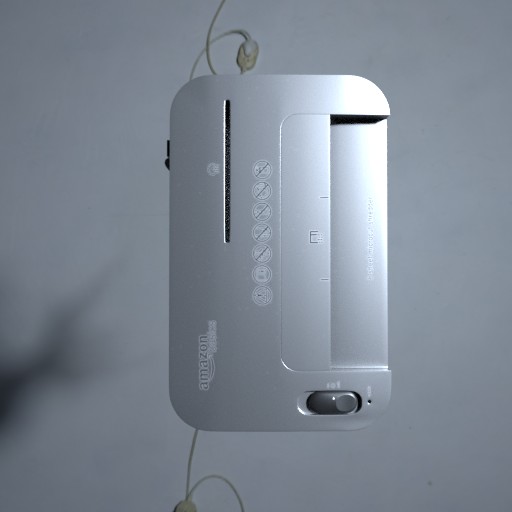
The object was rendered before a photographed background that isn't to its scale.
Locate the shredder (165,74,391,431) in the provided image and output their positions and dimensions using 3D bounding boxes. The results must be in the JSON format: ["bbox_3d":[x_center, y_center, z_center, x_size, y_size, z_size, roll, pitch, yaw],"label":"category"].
[{"bbox_3d":[0.000,0.000,0.592,0.237,0.419,0.311,0,89,-1],"label":"shredder"}]
